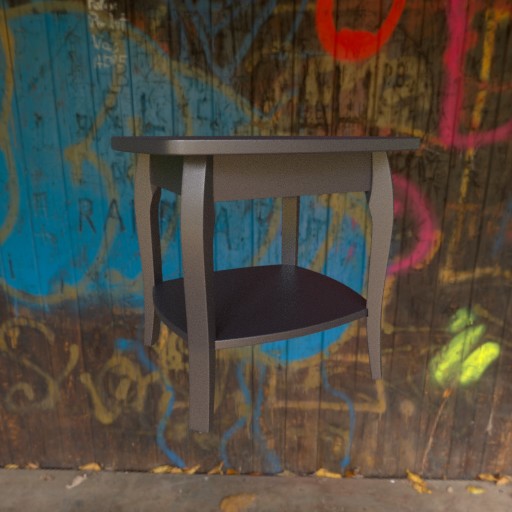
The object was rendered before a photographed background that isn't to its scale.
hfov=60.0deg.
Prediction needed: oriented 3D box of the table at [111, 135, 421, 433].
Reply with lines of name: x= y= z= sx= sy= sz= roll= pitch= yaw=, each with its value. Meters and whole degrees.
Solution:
table: x=0.000 y=0.000 z=0.880 sx=0.508 sy=0.457 sz=0.457 roll=-8 pitch=17 yaw=-25
